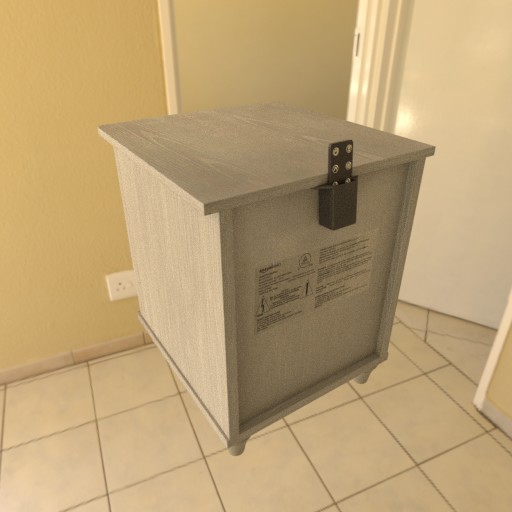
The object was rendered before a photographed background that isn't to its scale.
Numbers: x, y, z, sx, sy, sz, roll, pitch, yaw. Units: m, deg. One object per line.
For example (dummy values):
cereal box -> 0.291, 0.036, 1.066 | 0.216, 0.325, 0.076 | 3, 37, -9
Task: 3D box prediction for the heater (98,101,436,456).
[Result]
heater -> 0.000, 0.000, 0.761 | 0.362, 0.481, 0.400 | -18, 35, -28
